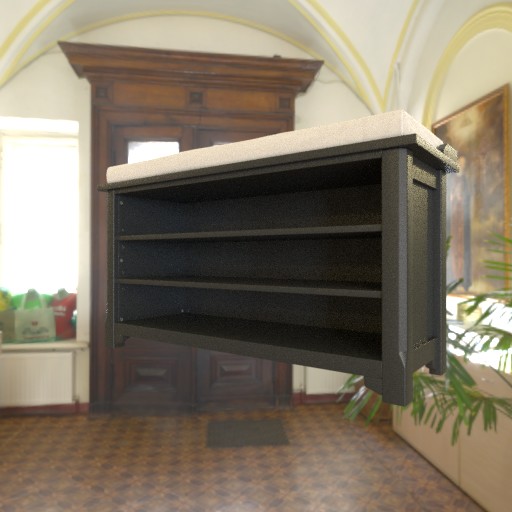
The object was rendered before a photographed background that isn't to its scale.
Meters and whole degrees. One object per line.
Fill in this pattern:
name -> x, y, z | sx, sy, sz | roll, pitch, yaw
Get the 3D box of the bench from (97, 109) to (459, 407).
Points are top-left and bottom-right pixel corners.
bench -> 0.000, 0.000, 1.226 | 0.973, 0.561, 0.345 | 0, 0, 37
